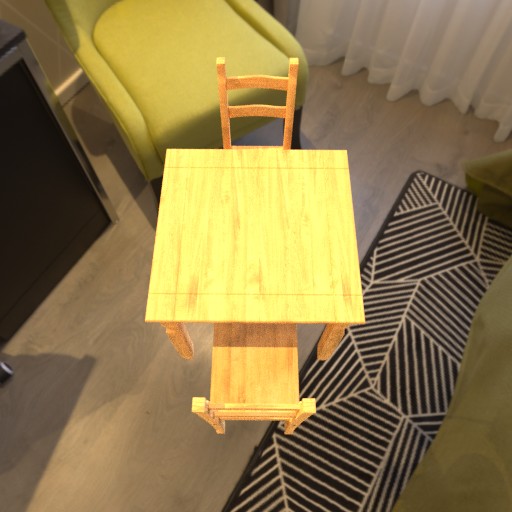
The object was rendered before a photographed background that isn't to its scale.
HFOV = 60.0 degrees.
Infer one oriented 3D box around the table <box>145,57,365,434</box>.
[{"bbox_3d":[0.000,0.000,2.052,0.813,0.942,1.501,0,63,0],"label":"table"}]
